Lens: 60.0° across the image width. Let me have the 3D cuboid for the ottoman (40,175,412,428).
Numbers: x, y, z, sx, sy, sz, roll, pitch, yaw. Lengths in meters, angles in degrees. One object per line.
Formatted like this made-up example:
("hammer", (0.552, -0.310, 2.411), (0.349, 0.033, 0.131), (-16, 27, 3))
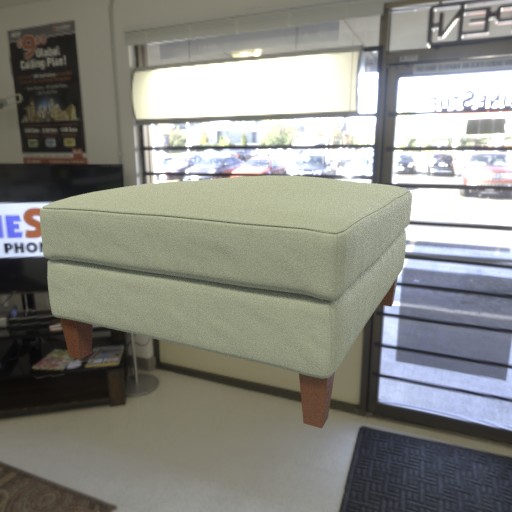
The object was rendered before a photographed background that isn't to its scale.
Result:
("ottoman", (0.000, 0.000, 1.454), (0.842, 0.494, 0.991), (7, 15, 25))
